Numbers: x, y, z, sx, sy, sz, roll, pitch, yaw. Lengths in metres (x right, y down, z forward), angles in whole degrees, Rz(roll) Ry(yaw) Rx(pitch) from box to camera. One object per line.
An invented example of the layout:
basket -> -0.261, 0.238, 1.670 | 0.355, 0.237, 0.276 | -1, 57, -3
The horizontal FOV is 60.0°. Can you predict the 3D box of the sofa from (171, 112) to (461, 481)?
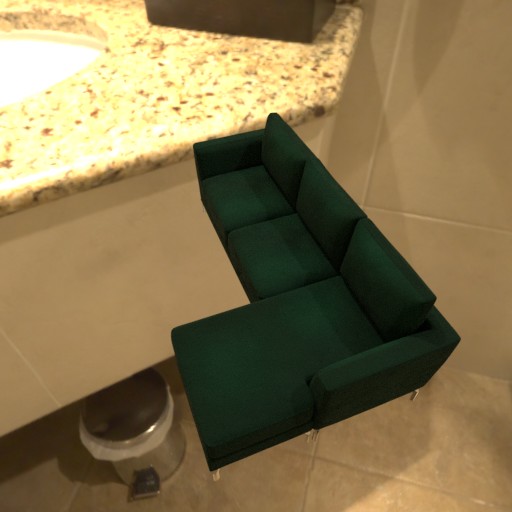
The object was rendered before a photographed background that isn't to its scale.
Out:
sofa -> 0.000, 0.000, 3.195 | 1.489, 1.007, 2.441 | -16, 49, -15
